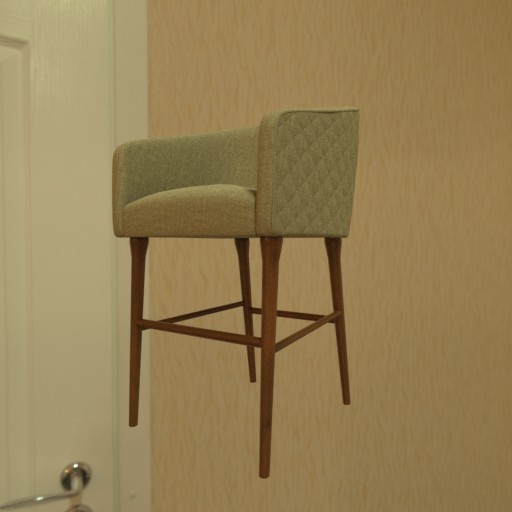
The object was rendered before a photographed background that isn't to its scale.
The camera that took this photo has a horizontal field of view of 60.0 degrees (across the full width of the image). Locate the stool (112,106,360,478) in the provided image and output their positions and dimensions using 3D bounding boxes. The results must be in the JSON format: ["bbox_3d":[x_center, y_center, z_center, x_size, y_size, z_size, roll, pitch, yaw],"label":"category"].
[{"bbox_3d":[0.000,0.000,1.323,0.559,0.952,0.635,1,2,36],"label":"stool"}]
